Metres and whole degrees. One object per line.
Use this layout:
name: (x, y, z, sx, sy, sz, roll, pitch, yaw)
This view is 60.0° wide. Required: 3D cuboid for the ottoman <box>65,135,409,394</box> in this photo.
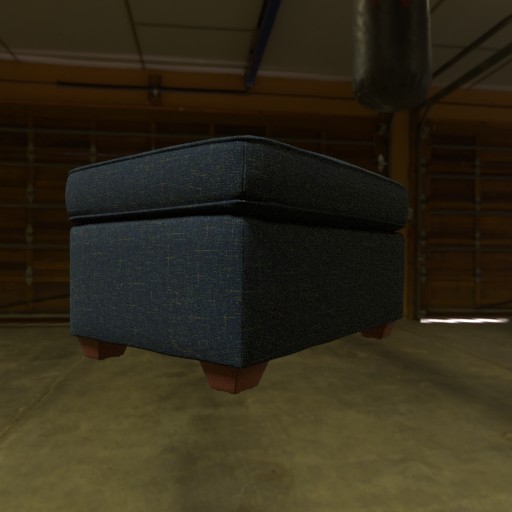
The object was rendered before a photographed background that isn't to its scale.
ottoman: (0.000, 0.000, 1.106, 0.549, 0.450, 0.749, 0, 0, 38)
